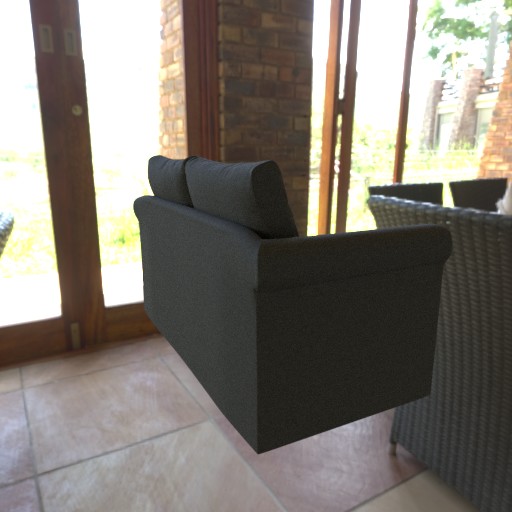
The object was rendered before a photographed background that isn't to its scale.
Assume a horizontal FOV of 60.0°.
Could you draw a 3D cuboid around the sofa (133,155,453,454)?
[{"bbox_3d":[0.000,0.000,1.963,0.741,0.872,1.460,-7,15,-27],"label":"sofa"}]
